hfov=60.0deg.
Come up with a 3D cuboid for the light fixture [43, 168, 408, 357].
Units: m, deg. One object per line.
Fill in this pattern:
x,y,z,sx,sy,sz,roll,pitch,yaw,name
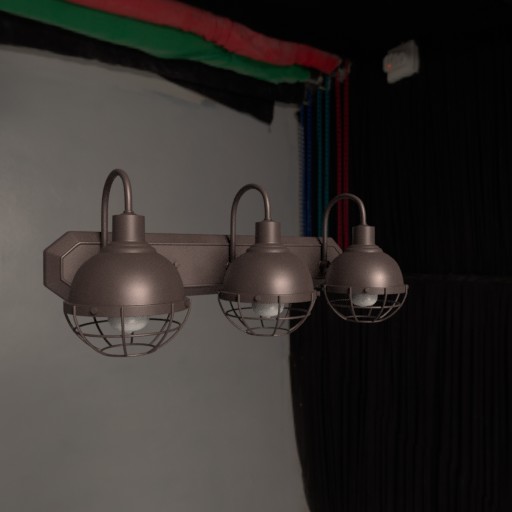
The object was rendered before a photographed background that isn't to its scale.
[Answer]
0.000,0.000,0.766,0.634,0.254,0.229,0,1,-36,light fixture
